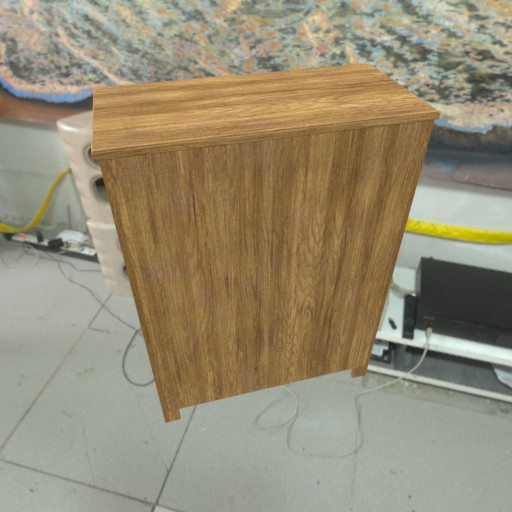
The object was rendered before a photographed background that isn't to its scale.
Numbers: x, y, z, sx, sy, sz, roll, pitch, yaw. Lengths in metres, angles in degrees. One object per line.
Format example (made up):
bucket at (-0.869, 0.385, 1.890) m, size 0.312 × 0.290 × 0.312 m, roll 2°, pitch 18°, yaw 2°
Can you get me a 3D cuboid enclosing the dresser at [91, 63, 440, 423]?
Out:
dresser at (0.000, 0.000, 1.980) m, size 1.081 × 1.431 × 0.558 m, roll -10°, pitch 41°, yaw -11°
